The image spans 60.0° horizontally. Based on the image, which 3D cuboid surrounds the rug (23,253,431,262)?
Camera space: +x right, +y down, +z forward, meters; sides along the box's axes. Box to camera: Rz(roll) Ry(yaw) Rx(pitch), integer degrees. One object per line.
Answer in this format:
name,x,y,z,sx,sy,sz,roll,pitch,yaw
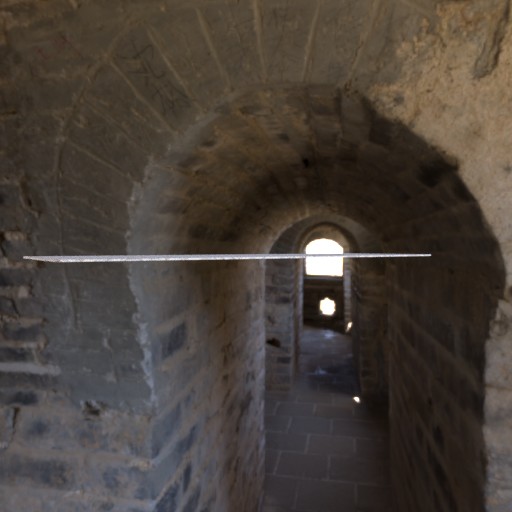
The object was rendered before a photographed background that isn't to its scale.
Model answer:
rug,0.000,0.000,2.699,2.436,0.013,0.807,-1,1,-35
